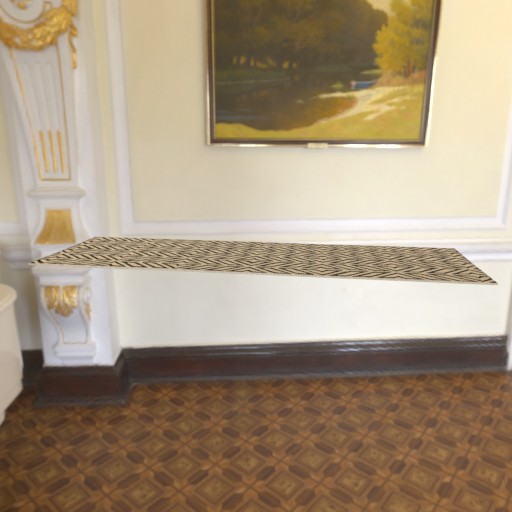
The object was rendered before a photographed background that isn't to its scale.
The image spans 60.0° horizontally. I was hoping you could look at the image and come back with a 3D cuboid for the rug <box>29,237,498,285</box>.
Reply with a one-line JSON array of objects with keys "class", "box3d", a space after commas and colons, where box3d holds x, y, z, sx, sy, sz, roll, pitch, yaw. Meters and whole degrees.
[{"class": "rug", "box3d": [0.000, 0.000, 2.630, 2.435, 0.009, 0.750, 2, 14, 8]}]
